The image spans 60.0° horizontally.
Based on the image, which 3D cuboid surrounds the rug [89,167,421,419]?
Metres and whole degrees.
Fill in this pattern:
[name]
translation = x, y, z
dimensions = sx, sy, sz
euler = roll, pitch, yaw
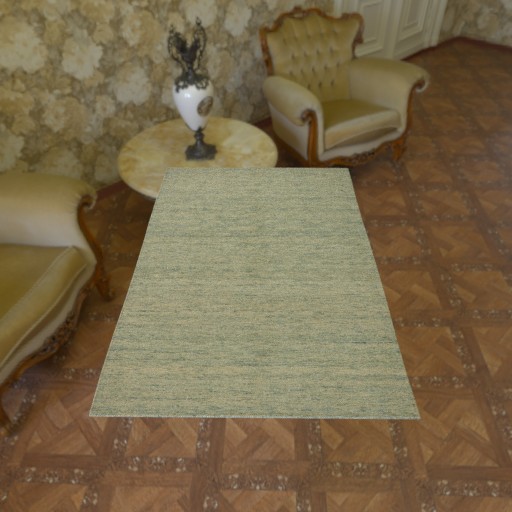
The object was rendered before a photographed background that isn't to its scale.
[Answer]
[rug]
translation = 0.000, 0.000, 2.915
dimensions = 1.547, 0.013, 2.283
euler = 0, 41, 0
